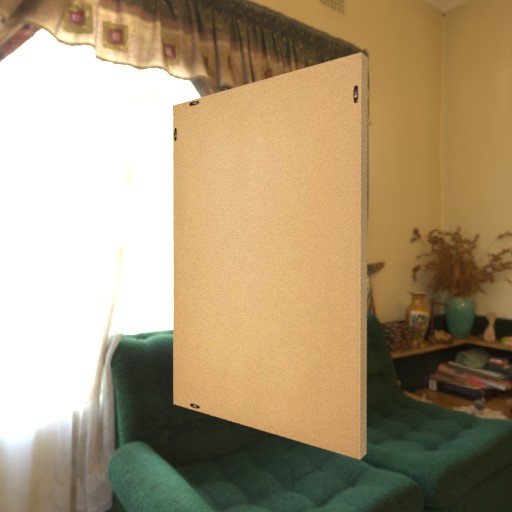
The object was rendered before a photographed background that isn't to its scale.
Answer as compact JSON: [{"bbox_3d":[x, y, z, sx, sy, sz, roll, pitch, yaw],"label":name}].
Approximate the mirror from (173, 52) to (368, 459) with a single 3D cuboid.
[{"bbox_3d":[0.000,0.000,1.188,0.609,0.915,0.041,1,1,37],"label":"mirror"}]
